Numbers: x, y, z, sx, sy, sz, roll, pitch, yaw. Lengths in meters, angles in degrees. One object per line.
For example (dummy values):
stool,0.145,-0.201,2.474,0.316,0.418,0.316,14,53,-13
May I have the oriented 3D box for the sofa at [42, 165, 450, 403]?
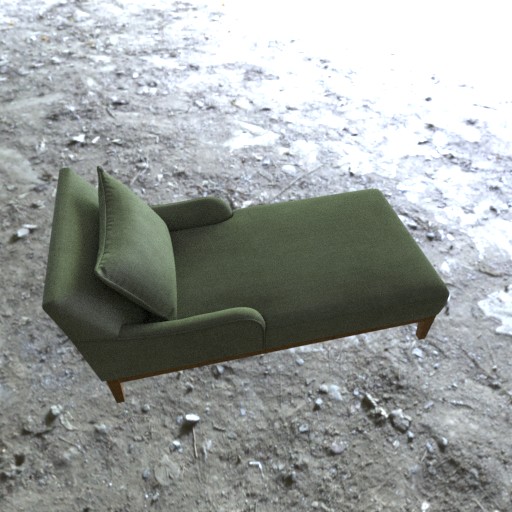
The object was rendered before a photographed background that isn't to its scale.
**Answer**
sofa,0.000,0.000,2.295,1.779,0.859,0.894,-9,47,-9
